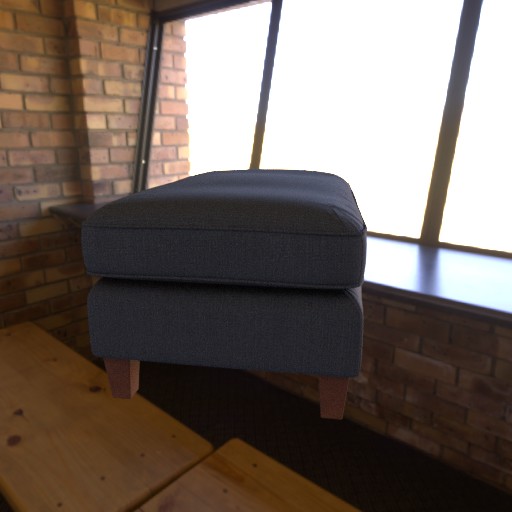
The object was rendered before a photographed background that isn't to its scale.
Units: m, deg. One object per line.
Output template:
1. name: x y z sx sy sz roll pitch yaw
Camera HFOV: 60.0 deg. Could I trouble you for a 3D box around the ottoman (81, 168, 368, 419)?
1. ottoman: 0.000 0.000 1.241 0.570 0.438 0.885 2 16 9
